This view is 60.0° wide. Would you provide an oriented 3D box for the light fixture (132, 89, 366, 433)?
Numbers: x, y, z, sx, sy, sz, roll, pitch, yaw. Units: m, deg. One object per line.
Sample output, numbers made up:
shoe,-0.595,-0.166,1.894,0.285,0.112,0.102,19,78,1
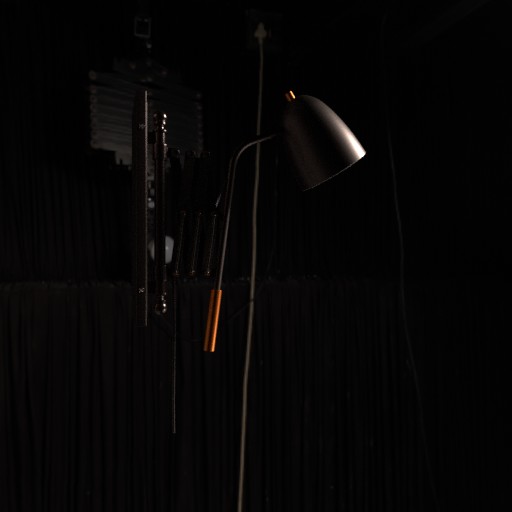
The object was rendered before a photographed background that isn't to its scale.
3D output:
light fixture,0.000,0.000,0.939,0.499,0.715,0.162,0,0,-18
